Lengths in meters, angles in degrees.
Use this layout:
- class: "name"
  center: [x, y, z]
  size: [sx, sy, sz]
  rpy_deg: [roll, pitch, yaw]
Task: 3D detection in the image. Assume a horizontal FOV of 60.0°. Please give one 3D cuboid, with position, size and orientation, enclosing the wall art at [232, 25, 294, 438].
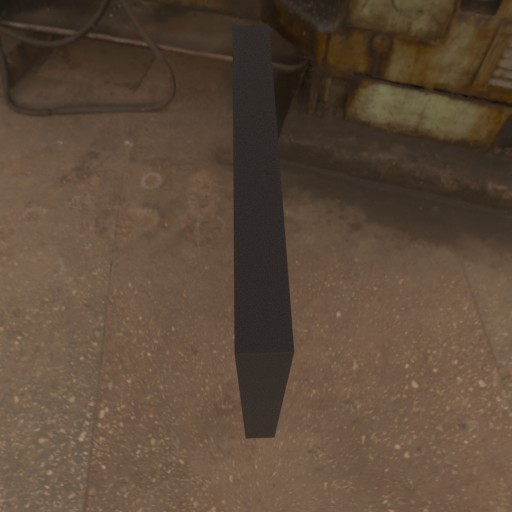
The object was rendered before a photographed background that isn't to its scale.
- class: "wall art"
  center: [0.000, 0.000, 0.454]
  size: [0.033, 0.304, 0.305]
  rpy_deg: [-2, 59, -1]
